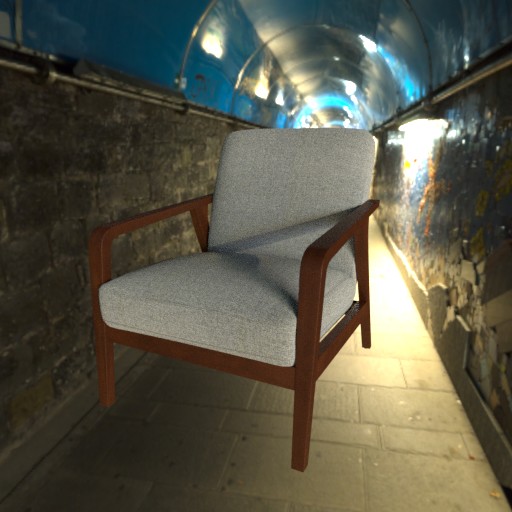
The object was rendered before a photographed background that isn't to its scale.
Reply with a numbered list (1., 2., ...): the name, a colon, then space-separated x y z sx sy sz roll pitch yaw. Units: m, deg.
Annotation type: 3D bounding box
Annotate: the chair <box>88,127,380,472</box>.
1. chair: 0.000 0.000 1.489 0.704 0.847 0.858 7 15 25
